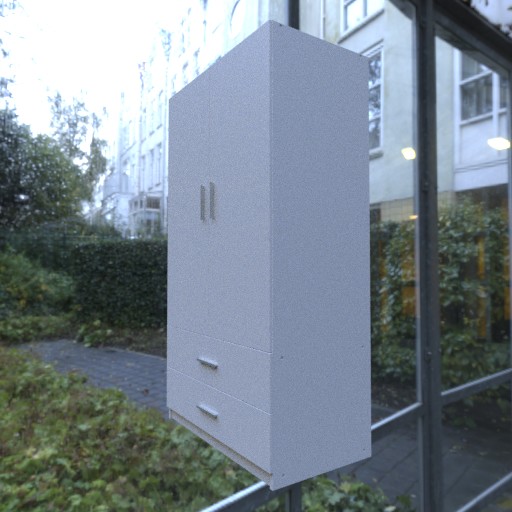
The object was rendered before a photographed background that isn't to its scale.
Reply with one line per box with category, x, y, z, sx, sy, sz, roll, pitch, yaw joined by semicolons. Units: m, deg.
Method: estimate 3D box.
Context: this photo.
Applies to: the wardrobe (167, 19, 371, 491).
wardrobe;0.000;0.000;2.254;0.577;1.808;0.991;1;-2;-34
